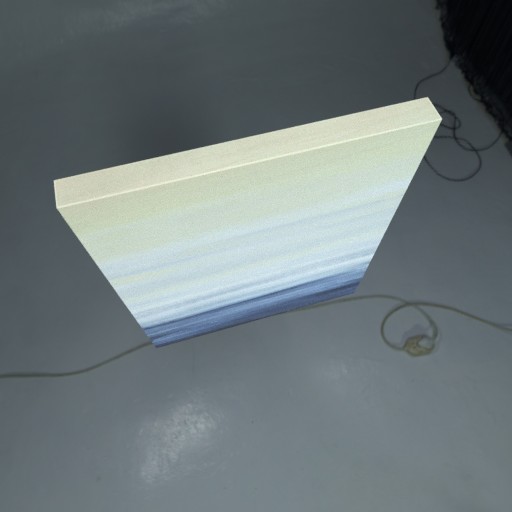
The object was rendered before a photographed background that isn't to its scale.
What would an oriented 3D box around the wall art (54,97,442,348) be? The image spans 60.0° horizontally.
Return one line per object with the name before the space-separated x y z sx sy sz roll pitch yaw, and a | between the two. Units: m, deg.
wall art | 0.000 0.000 0.715 0.435 0.511 0.037 -15 63 -8
